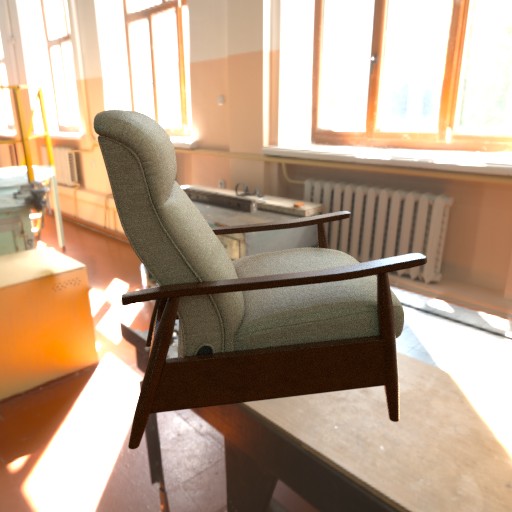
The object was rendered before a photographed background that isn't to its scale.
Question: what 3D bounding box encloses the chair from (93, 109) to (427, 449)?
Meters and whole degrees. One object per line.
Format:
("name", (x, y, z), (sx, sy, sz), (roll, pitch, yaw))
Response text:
("chair", (0.000, 0.000, 1.736), (1.014, 1.082, 0.762), (-3, 18, -8))
